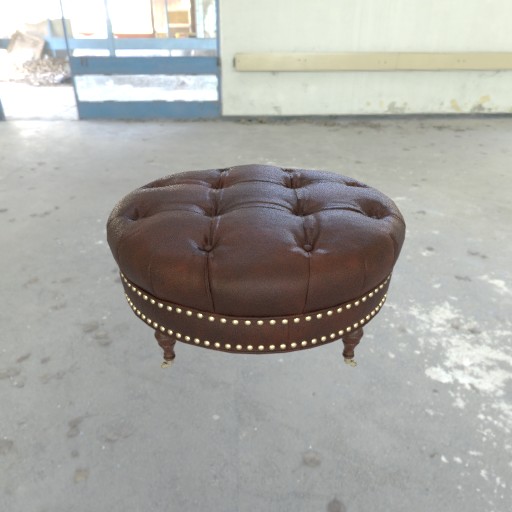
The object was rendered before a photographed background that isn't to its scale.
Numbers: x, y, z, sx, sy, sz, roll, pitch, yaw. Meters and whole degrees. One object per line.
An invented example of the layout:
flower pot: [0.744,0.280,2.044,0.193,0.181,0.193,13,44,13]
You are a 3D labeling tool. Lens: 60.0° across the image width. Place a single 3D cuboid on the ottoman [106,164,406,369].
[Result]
ottoman: [0.000,0.000,1.444,0.901,0.455,0.901,0,27,0]
